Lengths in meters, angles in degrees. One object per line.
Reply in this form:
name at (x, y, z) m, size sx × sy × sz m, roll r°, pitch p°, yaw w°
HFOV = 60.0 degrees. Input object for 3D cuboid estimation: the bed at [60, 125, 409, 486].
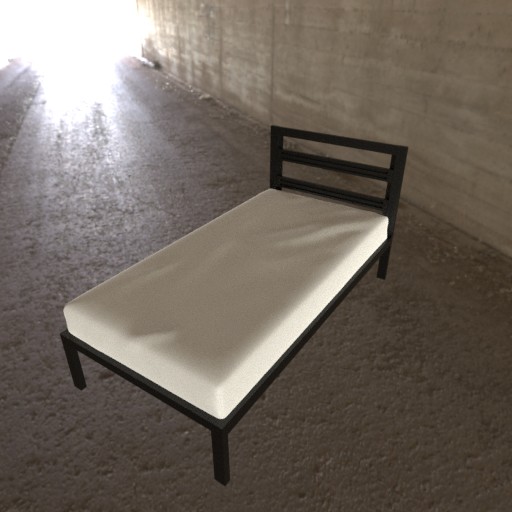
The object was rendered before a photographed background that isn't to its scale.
bed at (0.000, 0.000, 2.533) m, size 0.991 × 0.967 × 1.930 m, roll 19°, pitch 35°, yaw 29°
